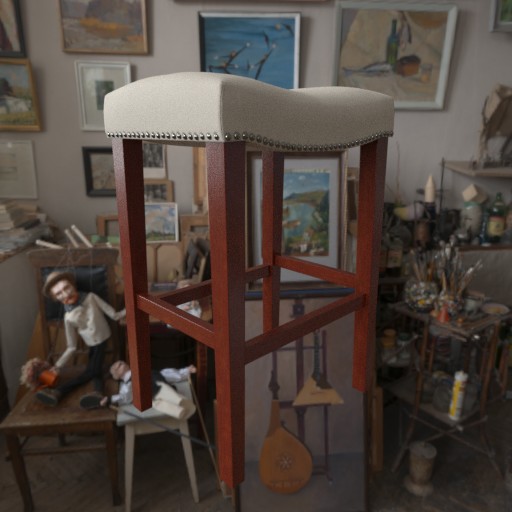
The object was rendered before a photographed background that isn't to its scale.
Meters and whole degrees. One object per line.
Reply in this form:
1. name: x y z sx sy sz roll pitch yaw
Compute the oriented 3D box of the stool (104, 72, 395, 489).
1. stool: 0.000 0.000 1.011 0.504 0.742 0.372 -15 22 -42
